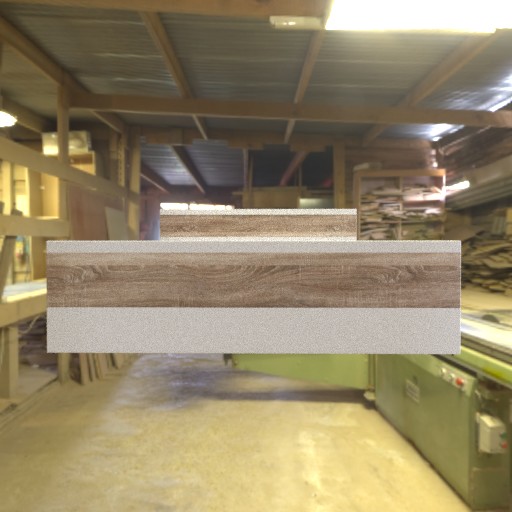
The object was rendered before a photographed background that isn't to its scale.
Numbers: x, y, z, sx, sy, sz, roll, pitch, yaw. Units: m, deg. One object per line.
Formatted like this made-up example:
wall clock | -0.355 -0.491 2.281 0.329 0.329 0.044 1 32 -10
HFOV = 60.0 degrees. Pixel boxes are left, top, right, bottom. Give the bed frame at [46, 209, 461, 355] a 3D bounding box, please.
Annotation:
bed frame | 0.000 0.000 2.868 1.720 0.800 2.060 0 1 1
